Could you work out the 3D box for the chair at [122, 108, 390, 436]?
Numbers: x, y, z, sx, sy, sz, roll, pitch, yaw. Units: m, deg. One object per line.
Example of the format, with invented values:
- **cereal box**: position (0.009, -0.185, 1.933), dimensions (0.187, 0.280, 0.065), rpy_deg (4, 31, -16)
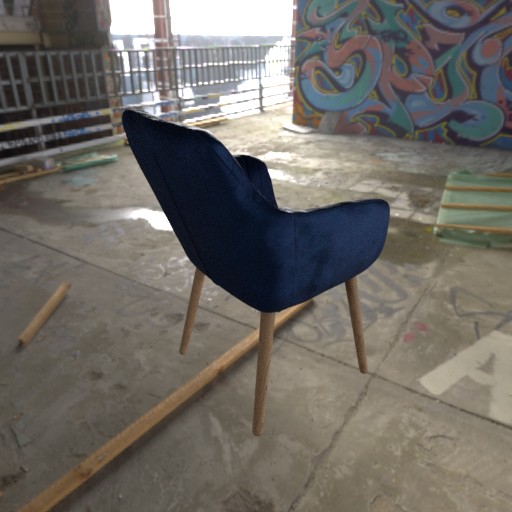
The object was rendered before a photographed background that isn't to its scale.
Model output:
- **chair**: position (0.000, 0.000, 1.275), dimensions (0.573, 0.826, 0.578), rpy_deg (-18, 32, -32)
